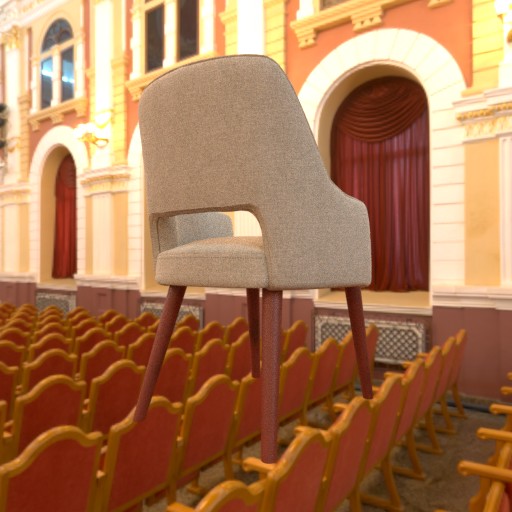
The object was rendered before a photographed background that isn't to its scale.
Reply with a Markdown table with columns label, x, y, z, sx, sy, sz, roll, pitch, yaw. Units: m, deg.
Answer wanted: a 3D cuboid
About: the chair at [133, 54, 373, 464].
| label | x | y | z | sx | sy | sz | roll | pitch | yaw |
| --- | --- | --- | --- | --- | --- | --- | --- | --- | --- |
| chair | 0.000 | 0.000 | 1.226 | 0.548 | 0.849 | 0.605 | -1 | -1 | 36 |
